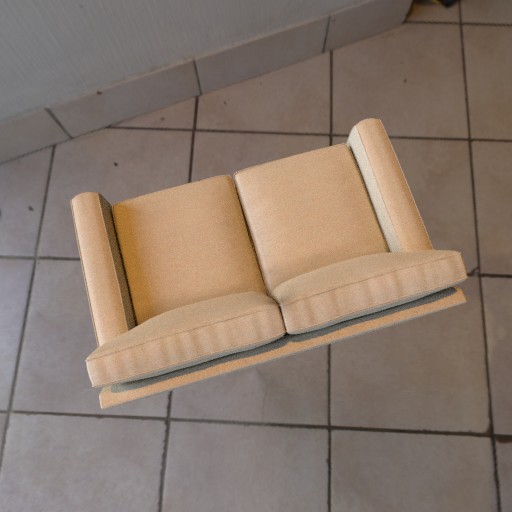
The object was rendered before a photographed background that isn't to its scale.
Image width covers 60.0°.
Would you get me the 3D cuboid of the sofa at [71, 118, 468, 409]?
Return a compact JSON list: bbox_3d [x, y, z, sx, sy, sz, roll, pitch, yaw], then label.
[{"bbox_3d":[0.000,0.000,2.044,1.484,0.853,0.942,-16,76,-4],"label":"sofa"}]
